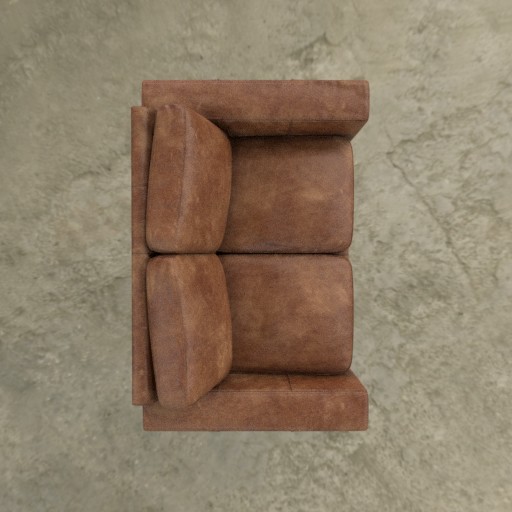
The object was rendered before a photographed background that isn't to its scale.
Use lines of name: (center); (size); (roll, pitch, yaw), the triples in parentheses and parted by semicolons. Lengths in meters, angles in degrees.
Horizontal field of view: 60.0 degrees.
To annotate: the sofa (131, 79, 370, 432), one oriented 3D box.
sofa: (0.000, 0.000, 2.192); (1.041, 0.889, 1.626); (0, 91, 0)
